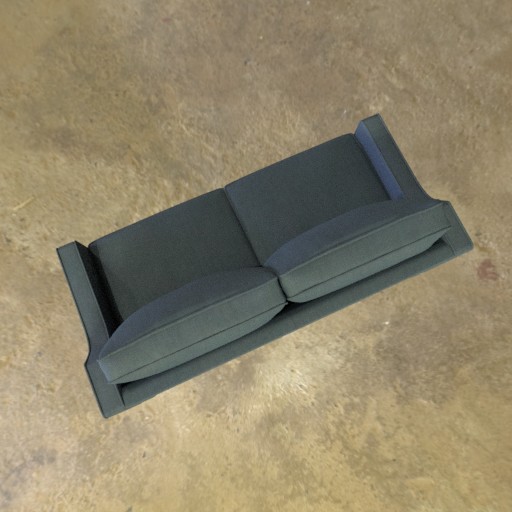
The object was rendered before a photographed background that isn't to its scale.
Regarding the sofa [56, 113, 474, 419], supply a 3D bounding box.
[{"bbox_3d":[0.000,0.000,2.796,2.178,1.071,1.066,-24,78,-5],"label":"sofa"}]
